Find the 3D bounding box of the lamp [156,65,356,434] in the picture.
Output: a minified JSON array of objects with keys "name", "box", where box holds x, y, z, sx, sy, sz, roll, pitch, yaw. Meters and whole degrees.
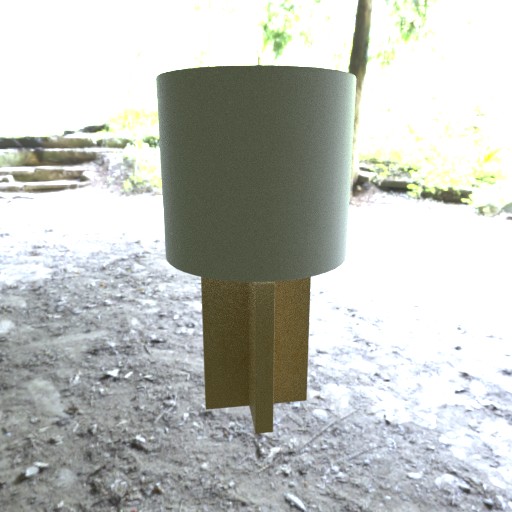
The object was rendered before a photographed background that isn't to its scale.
[{"name":"lamp","box":[0.000,0.000,0.573,0.229,0.428,0.229,-2,16,-8]}]
